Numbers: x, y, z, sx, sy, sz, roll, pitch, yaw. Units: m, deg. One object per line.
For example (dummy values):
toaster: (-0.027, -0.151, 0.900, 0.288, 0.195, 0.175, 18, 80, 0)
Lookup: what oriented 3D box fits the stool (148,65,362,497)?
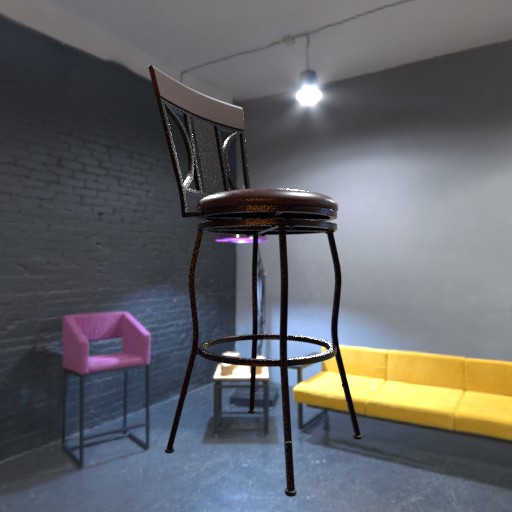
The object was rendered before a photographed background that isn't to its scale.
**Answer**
stool: (0.000, 0.000, 1.357, 0.513, 1.130, 0.448, -1, -1, 35)
